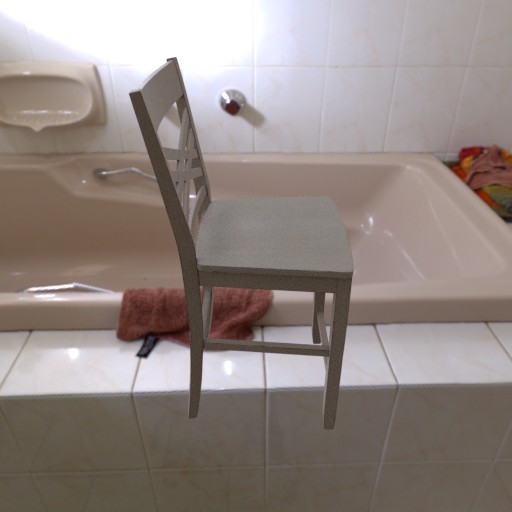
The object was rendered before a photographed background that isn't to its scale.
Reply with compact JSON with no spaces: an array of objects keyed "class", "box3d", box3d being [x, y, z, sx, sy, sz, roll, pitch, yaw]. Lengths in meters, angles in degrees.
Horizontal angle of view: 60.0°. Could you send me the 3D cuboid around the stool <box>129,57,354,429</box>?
[{"class":"stool","box3d":[0.000,0.000,1.378,0.539,1.079,0.462,0,32,1]}]
